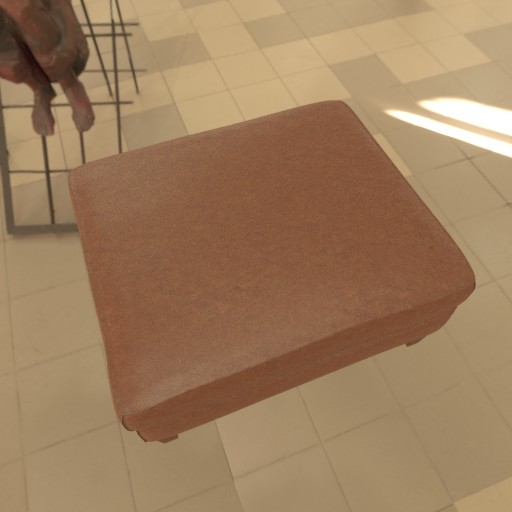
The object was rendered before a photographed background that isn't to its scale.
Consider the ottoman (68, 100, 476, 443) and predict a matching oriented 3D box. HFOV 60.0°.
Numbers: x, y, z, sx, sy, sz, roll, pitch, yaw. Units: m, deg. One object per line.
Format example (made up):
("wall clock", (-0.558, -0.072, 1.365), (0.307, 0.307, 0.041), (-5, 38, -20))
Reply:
("ottoman", (0.000, 0.000, 1.429), (0.987, 0.472, 0.836), (-18, 59, -11))
